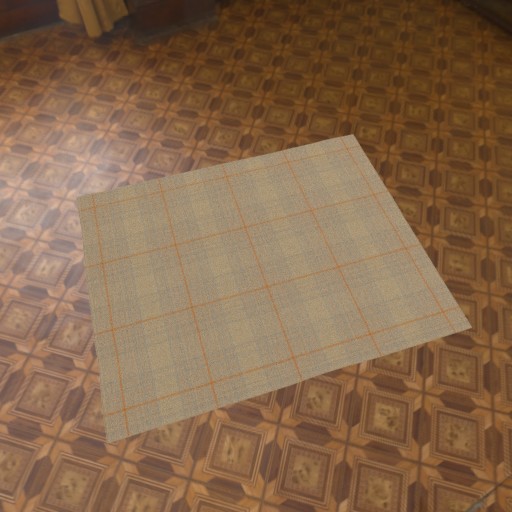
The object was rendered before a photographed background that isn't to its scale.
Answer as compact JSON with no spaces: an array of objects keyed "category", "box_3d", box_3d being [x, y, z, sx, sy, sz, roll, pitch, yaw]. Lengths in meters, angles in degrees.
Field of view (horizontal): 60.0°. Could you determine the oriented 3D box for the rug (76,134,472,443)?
[{"category":"rug","box_3d":[0.000,0.000,4.107,3.051,0.021,2.448,-15,59,-9]}]
